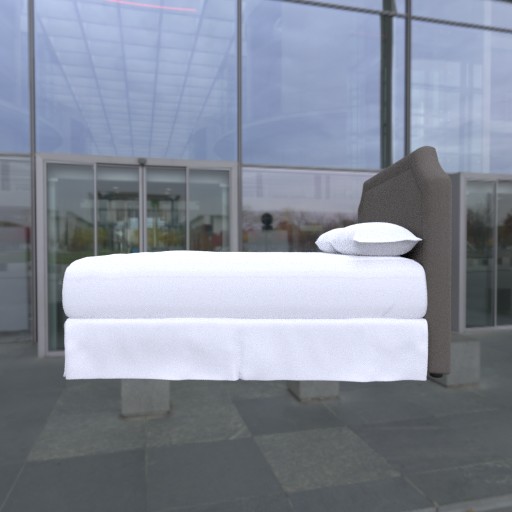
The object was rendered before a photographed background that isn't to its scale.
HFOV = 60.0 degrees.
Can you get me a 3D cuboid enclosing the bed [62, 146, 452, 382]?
[{"bbox_3d":[0.000,0.000,3.873,2.536,1.561,2.194,0,1,1],"label":"bed"}]
